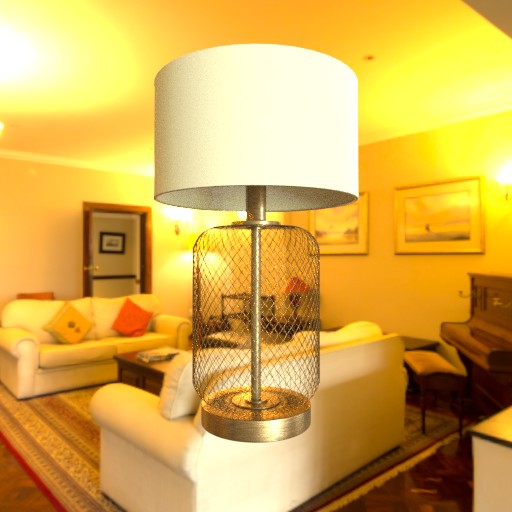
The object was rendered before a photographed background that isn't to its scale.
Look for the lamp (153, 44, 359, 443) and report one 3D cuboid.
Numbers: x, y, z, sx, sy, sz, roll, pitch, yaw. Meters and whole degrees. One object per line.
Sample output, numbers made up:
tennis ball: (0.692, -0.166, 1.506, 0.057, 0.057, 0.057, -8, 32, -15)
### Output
lamp: (0.000, 0.000, 0.780, 0.353, 0.578, 0.353, 0, 0, 0)
